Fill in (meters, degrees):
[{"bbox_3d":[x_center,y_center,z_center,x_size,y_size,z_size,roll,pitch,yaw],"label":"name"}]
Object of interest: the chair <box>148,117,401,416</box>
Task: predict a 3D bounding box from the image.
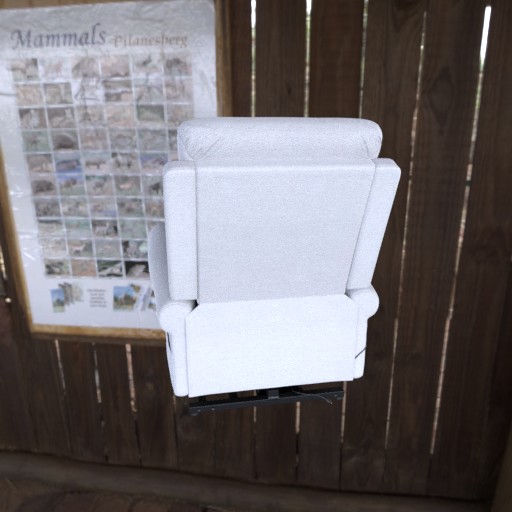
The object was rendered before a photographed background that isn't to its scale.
[{"bbox_3d":[0.000,0.000,1.772,0.871,1.031,0.979,-3,16,-10],"label":"chair"}]
